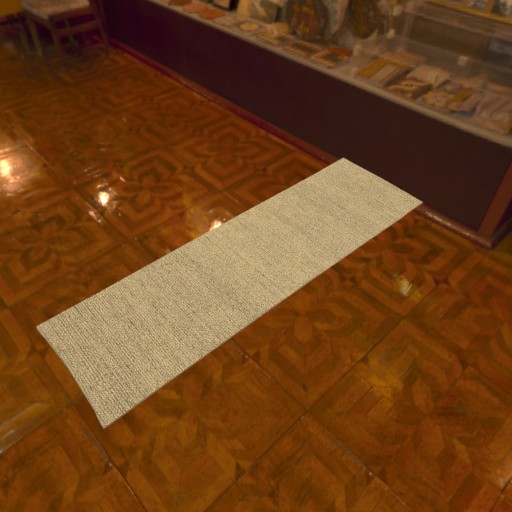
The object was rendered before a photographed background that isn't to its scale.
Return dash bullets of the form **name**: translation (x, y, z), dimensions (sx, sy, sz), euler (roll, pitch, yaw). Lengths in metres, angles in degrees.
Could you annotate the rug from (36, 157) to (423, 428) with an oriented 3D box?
- **rug**: translation (0.000, 0.000, 2.569), dimensions (2.320, 0.032, 0.692), euler (-32, 54, -27)
